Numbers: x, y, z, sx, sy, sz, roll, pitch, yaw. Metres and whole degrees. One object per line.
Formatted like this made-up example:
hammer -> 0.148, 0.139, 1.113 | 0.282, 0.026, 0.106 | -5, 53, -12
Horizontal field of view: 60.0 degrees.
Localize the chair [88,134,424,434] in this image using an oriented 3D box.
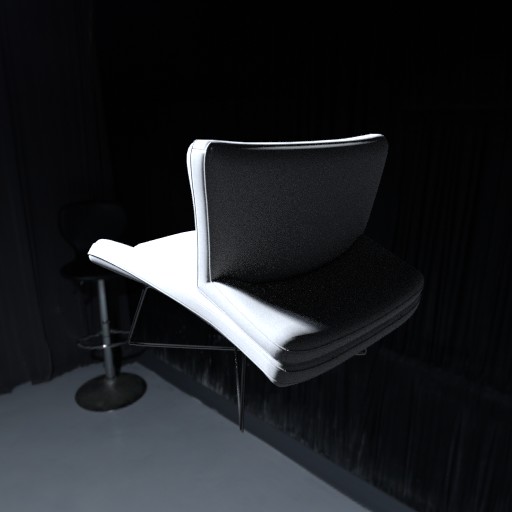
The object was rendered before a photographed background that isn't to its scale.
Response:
chair -> 0.000, 0.000, 1.624 | 0.859, 0.855, 1.008 | -16, 23, -42
